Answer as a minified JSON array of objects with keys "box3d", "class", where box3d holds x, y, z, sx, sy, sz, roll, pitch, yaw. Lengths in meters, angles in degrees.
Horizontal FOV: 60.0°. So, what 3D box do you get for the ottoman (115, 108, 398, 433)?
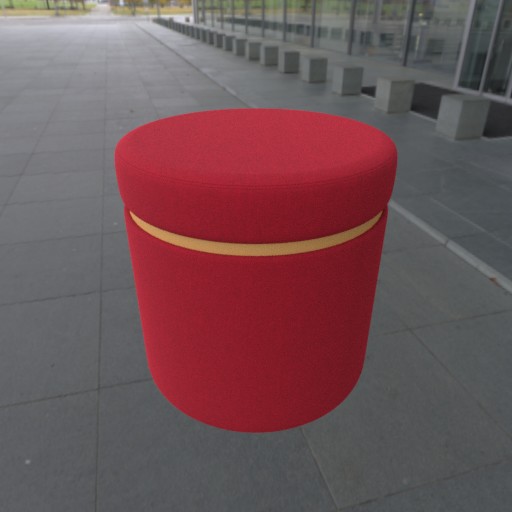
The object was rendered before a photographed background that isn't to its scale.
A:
[{"box3d":[0.000,0.000,0.737,0.400,0.406,0.400,0,30,0],"class":"ottoman"}]
